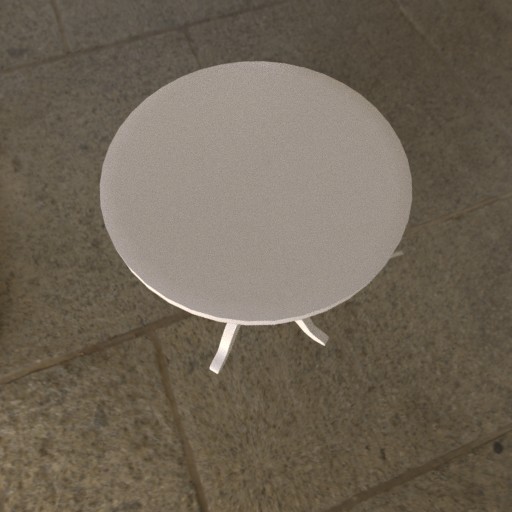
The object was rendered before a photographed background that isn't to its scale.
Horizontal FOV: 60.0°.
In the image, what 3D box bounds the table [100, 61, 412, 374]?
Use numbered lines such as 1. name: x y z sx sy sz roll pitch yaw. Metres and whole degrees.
1. table: 0.000 0.000 1.029 0.513 0.653 0.513 0 65 0
